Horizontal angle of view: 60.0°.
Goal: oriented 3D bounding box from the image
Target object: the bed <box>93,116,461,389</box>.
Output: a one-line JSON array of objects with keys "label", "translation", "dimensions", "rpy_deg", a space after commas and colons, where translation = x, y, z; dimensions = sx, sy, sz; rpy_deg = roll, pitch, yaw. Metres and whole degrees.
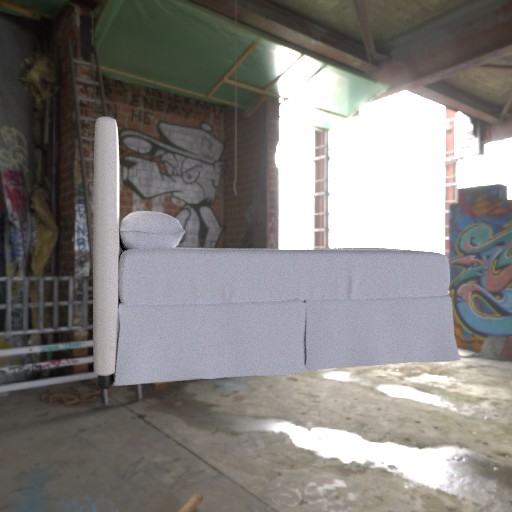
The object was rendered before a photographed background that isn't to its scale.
[{"label": "bed", "translation": [0.000, 0.000, 3.189], "dimensions": [2.142, 1.330, 1.713], "rpy_deg": [0, -1, -17]}]
